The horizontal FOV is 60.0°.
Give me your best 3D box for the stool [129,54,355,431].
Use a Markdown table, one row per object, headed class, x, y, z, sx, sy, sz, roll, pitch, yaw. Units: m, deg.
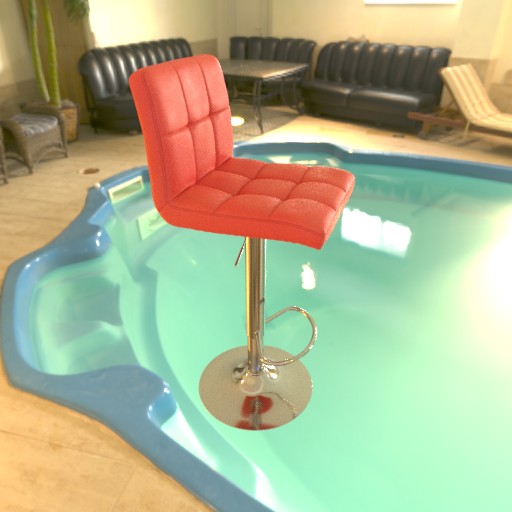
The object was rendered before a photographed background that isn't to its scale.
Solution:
| class | x | y | z | sx | sy | sz | roll | pitch | yaw |
| --- | --- | --- | --- | --- | --- | --- | --- | --- | --- |
| stool | 0.000 | 0.000 | 1.388 | 0.505 | 1.115 | 0.430 | 11 | 32 | 18 |
